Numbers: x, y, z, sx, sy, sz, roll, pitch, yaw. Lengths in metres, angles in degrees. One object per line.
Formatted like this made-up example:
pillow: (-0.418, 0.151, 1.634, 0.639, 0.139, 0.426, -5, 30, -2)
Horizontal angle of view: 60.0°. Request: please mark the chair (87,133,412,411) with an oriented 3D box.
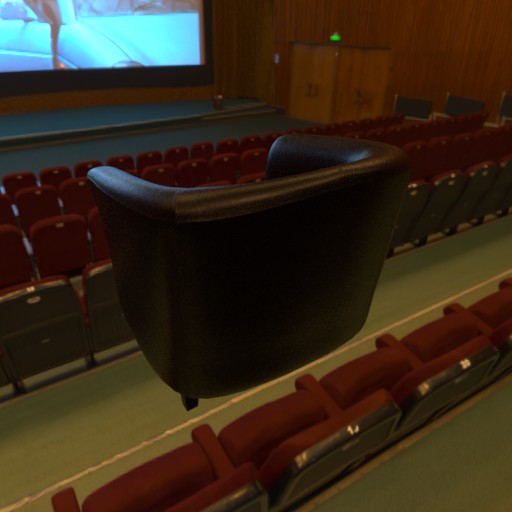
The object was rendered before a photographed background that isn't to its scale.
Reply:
chair: (0.000, 0.000, 1.384, 0.793, 0.756, 0.727, -18, 34, -28)
